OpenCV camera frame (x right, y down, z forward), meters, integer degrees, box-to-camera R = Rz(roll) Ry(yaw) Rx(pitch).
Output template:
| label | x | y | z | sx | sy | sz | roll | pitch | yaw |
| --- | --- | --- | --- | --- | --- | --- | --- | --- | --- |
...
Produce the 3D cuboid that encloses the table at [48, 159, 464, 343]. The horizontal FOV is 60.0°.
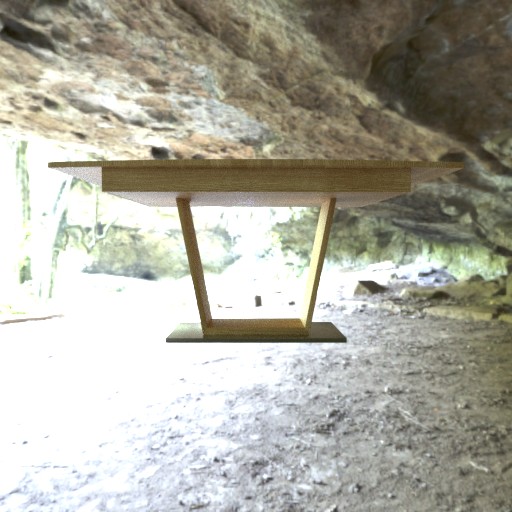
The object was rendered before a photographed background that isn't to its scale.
| label | x | y | z | sx | sy | sz | roll | pitch | yaw |
| --- | --- | --- | --- | --- | --- | --- | --- | --- | --- |
| table | 0.000 | 0.000 | 2.097 | 1.598 | 0.748 | 0.900 | 0 | 2 | 0 |
